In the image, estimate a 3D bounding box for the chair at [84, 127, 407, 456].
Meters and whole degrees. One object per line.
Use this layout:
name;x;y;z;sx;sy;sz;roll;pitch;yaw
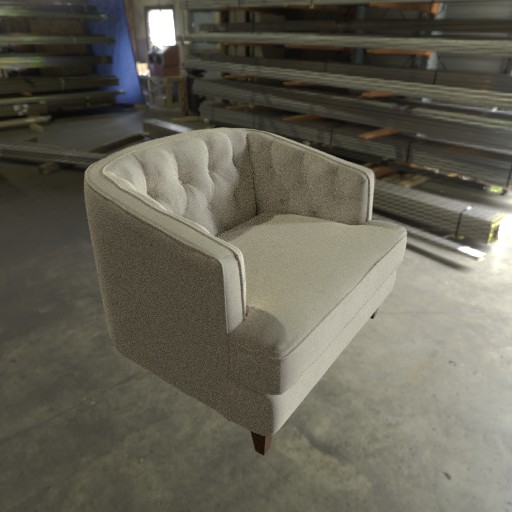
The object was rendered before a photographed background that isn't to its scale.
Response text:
chair;0.000;0.000;1.802;0.941;0.852;1.104;18;32;31
